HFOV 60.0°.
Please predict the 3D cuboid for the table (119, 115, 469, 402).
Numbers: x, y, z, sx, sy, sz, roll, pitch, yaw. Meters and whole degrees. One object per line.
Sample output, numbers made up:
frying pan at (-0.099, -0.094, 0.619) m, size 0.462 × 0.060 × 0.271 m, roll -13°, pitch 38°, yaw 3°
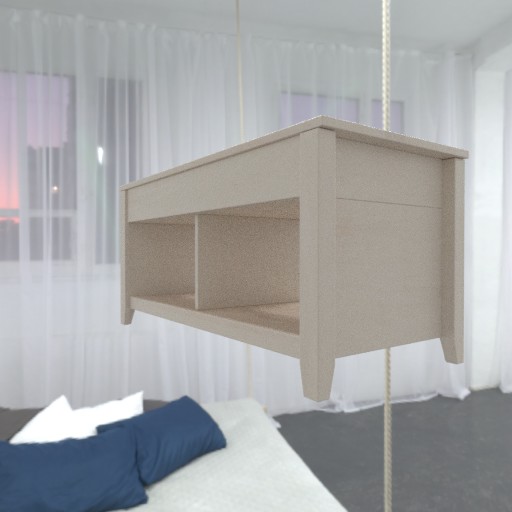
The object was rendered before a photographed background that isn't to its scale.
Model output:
table at (0.000, 0.000, 1.285) m, size 0.457 × 0.483 × 1.016 m, roll 0°, pitch 1°, yaw -36°
